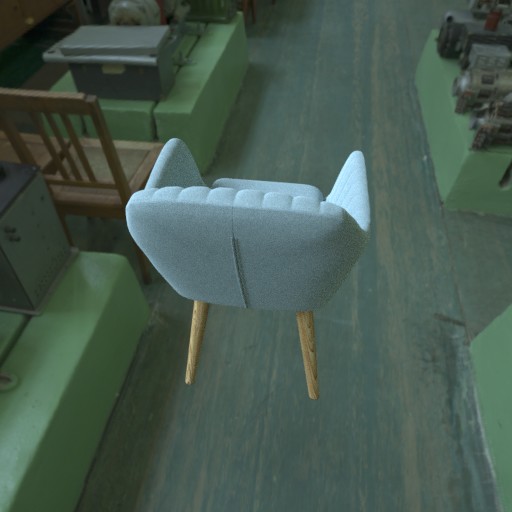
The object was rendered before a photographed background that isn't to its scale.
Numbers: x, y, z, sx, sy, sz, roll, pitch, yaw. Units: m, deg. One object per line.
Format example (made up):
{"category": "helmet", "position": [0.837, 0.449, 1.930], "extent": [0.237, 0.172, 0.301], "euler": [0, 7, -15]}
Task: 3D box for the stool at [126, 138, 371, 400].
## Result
{"category": "stool", "position": [0.000, 0.000, 1.161], "extent": [0.503, 0.830, 0.590], "euler": [5, 47, 5]}
